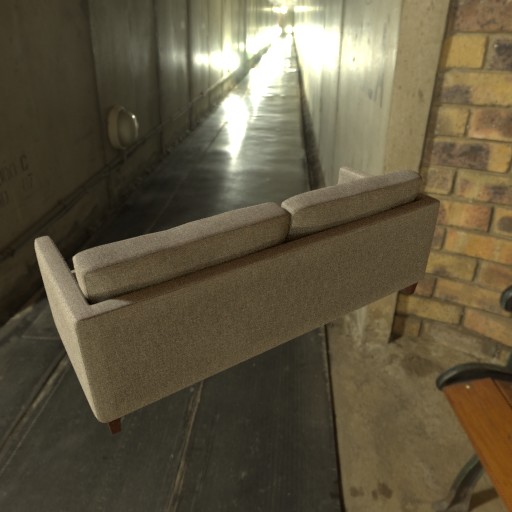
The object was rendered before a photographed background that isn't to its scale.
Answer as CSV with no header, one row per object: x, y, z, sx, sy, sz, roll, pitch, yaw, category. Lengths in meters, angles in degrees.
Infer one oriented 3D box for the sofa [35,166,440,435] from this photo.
0.000,0.000,2.873,2.434,0.951,0.948,-18,34,-29,sofa
